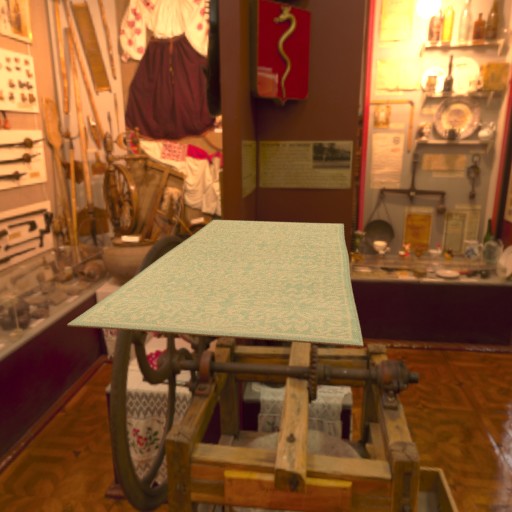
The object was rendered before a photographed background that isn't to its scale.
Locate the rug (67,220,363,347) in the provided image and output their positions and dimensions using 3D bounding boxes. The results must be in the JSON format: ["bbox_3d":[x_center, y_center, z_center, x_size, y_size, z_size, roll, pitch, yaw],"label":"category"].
[{"bbox_3d":[0.000,0.000,1.458,0.604,0.007,1.219,2,15,9],"label":"rug"}]
